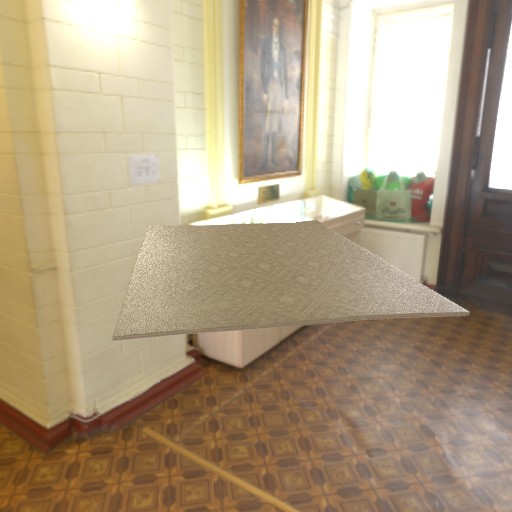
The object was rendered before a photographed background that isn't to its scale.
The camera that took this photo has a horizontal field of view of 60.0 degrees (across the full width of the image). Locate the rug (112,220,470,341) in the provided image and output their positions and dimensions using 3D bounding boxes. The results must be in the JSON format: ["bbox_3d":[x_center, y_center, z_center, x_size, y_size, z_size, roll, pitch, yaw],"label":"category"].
[{"bbox_3d":[0.000,0.000,2.361,1.252,0.034,1.829,-2,15,-9],"label":"rug"}]
